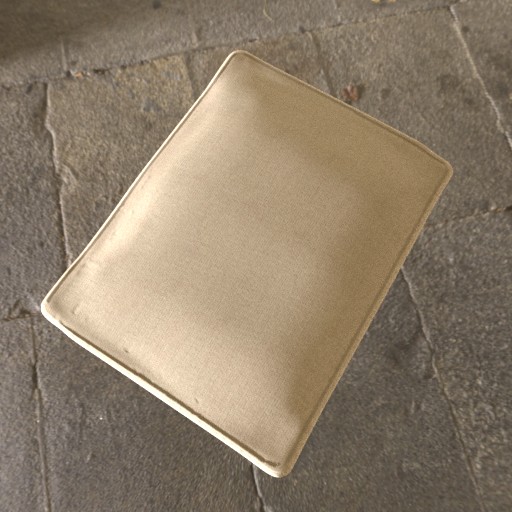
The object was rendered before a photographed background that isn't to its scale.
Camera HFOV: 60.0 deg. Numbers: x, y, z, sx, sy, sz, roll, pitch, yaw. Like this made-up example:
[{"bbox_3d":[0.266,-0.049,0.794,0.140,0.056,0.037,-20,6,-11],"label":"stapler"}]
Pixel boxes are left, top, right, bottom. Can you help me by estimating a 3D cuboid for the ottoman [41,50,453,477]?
[{"bbox_3d":[0.000,0.000,1.192,0.650,0.485,0.833,31,76,8],"label":"ottoman"}]
